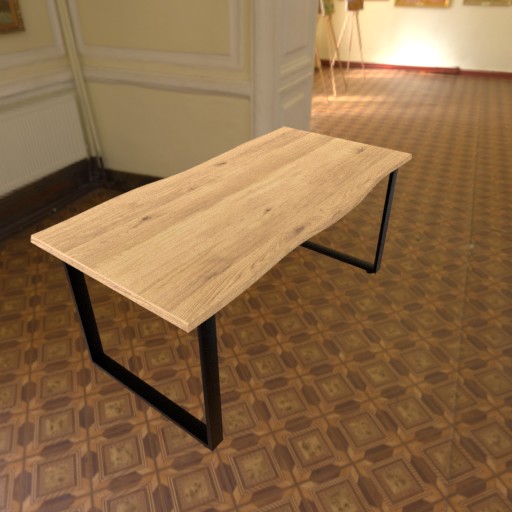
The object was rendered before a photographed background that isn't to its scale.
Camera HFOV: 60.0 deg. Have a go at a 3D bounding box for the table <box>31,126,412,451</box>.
[{"bbox_3d":[0.000,0.000,2.325,0.900,0.780,1.800,22,39,30],"label":"table"}]
